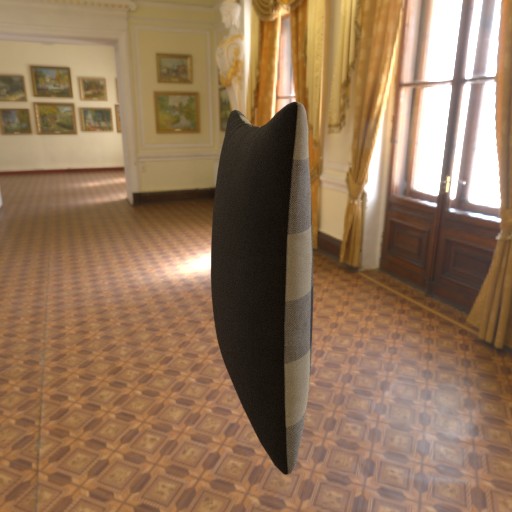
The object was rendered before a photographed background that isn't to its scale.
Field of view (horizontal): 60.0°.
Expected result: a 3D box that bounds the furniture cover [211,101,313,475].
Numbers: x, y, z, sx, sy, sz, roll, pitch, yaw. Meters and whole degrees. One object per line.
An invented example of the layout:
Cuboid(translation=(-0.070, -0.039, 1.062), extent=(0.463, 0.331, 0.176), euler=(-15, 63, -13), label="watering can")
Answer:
Cuboid(translation=(0.000, 0.000, 0.798), extent=(0.161, 0.509, 0.511), euler=(-3, 17, -10), label="furniture cover")
